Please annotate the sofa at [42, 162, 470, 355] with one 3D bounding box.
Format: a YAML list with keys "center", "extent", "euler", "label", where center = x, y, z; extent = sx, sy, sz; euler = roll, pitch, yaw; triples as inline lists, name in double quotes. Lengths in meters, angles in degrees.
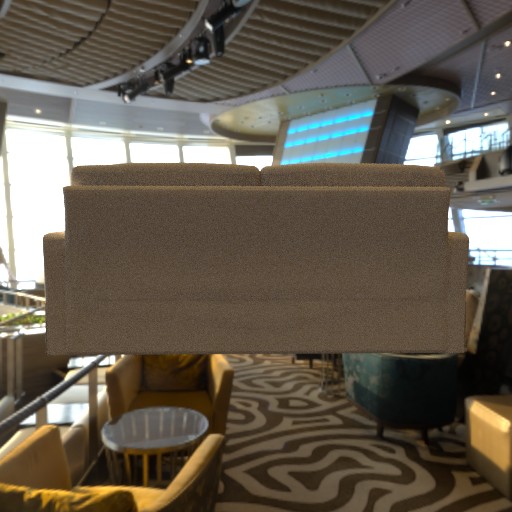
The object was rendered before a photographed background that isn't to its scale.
- center: [0.000, 0.000, 2.256]
  extent: [1.808, 0.831, 0.894]
  euler: [0, 1, -1]
  label: "sofa"
